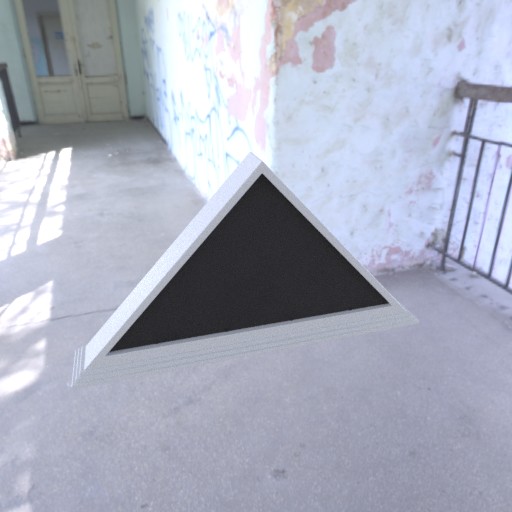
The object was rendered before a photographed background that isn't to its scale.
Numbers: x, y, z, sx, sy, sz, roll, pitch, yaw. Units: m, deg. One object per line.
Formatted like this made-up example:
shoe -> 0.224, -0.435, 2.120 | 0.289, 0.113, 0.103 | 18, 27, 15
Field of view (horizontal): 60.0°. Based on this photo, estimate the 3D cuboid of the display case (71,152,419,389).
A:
display case -> 0.000, 0.000, 0.755 | 0.640, 0.340, 0.095 | -7, 27, -15
